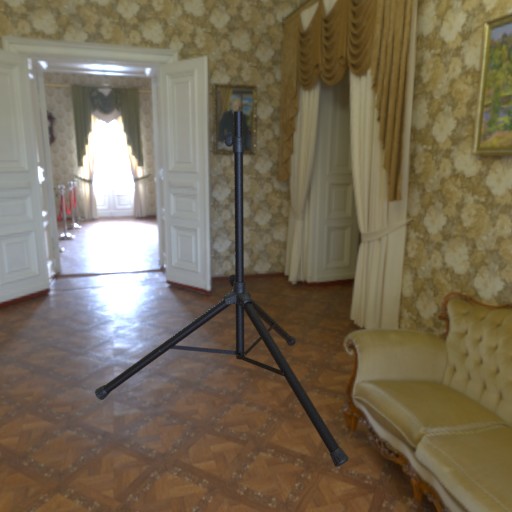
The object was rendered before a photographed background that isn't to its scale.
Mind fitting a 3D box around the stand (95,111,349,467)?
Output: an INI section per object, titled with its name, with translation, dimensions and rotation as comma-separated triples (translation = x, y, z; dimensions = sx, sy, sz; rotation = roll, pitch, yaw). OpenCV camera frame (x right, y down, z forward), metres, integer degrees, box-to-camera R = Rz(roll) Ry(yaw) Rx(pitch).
[stand]
translation = 0.000, 0.000, 1.870
dimensions = 1.045, 1.136, 0.907
rotation = 6, 13, 26
